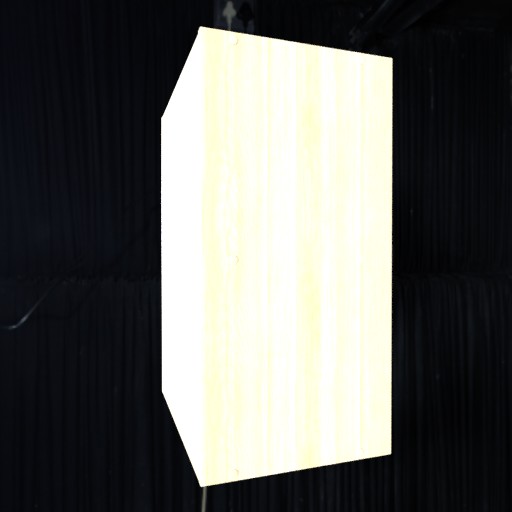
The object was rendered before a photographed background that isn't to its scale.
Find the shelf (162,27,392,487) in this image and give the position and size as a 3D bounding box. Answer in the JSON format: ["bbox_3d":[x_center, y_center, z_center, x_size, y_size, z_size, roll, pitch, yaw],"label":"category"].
[{"bbox_3d":[0.000,0.000,0.810,0.290,0.592,0.414,0,1,-19],"label":"shelf"}]
